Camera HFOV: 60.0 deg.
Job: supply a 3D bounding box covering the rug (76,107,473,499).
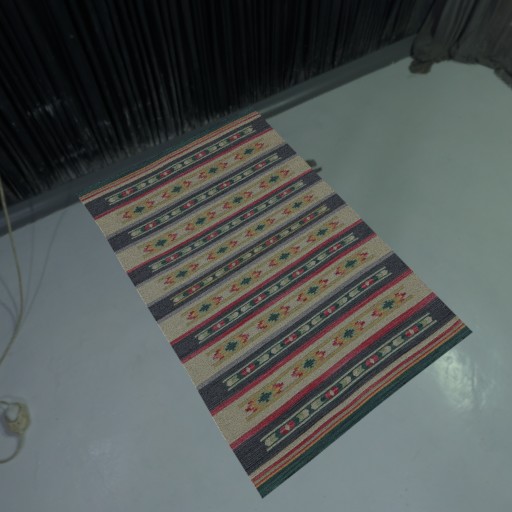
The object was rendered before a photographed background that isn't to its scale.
[{"bbox_3d":[0.000,0.000,2.874,1.522,0.010,2.311,-31,65,-16],"label":"rug"}]
